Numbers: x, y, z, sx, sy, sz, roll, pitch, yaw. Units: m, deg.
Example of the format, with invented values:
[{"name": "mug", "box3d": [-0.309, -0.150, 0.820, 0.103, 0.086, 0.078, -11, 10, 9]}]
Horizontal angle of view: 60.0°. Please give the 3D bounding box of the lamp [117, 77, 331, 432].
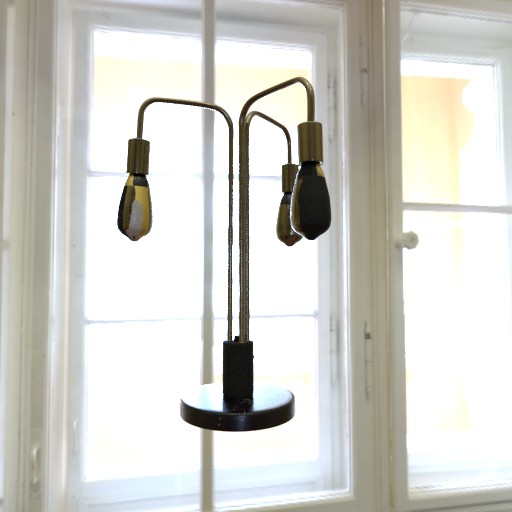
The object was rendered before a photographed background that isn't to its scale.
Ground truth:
[{"name": "lamp", "box3d": [0.000, 0.000, 0.805, 0.355, 0.560, 0.368, -1, -2, 36]}]
